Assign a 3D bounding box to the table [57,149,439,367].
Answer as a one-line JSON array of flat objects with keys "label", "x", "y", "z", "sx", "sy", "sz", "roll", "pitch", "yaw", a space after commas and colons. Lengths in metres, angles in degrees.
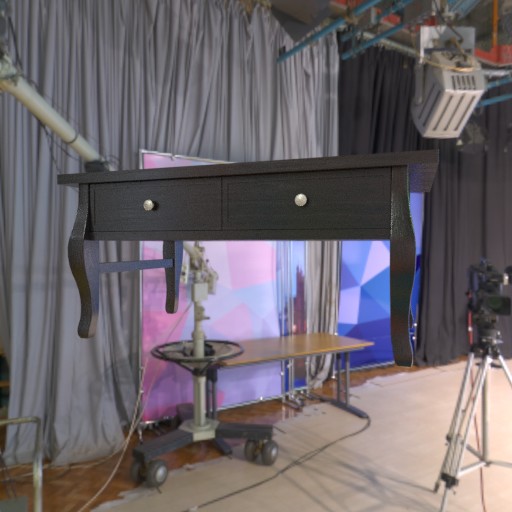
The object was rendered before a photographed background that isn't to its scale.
[{"label": "table", "x": 0.000, "y": 0.000, "z": 1.434, "sx": 1.062, "sy": 0.494, "sz": 0.600, "roll": 1, "pitch": 2, "yaw": 20}]
